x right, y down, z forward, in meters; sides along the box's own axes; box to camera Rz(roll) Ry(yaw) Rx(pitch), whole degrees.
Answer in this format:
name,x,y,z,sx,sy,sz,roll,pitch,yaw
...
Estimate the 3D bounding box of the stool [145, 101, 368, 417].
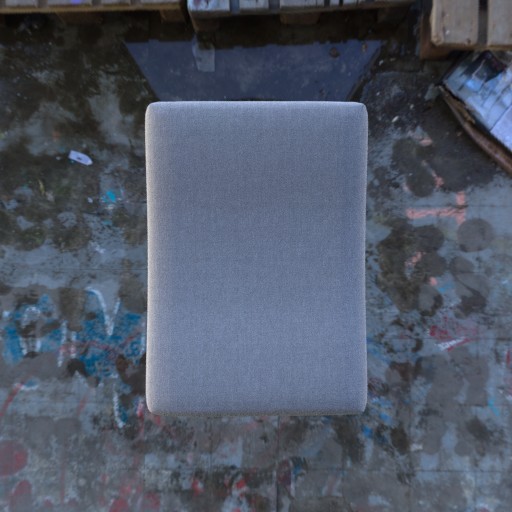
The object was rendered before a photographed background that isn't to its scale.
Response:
name,x,y,z,sx,sy,sz,roll,pitch,yaw
stool,0.000,0.000,1.029,0.356,0.762,0.508,0,91,0
